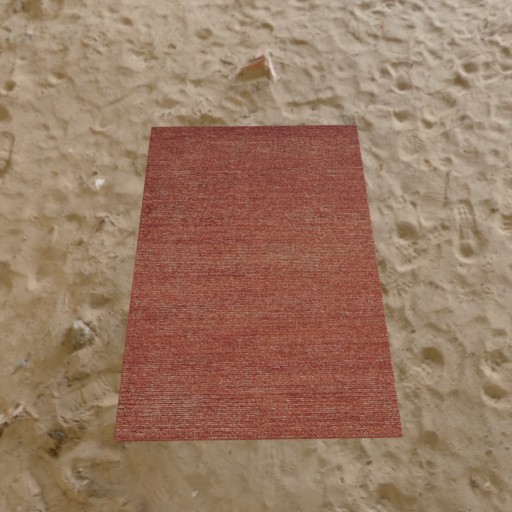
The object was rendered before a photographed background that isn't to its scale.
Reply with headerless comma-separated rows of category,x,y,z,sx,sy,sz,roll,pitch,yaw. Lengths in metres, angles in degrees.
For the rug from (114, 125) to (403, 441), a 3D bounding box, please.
rug,0.000,0.000,5.166,2.803,0.025,3.965,-1,64,0
